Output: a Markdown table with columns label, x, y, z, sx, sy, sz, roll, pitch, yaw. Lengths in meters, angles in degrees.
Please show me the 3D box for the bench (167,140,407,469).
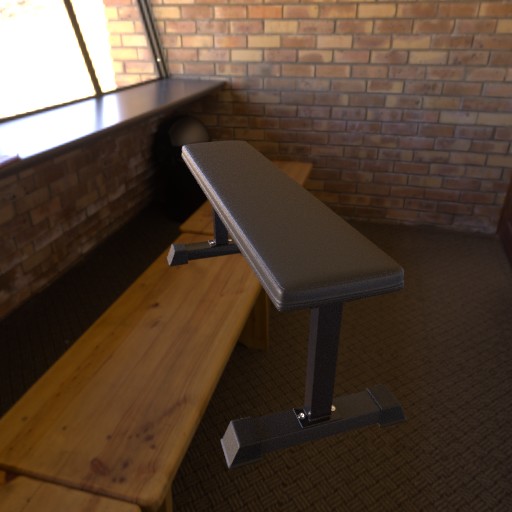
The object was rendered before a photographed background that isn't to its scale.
| label | x | y | z | sx | sy | sz | roll | pitch | yaw |
| --- | --- | --- | --- | --- | --- | --- | --- | --- | --- |
| bench | 0.000 | 0.000 | 1.324 | 0.439 | 0.453 | 1.072 | -8 | 29 | -15 |
